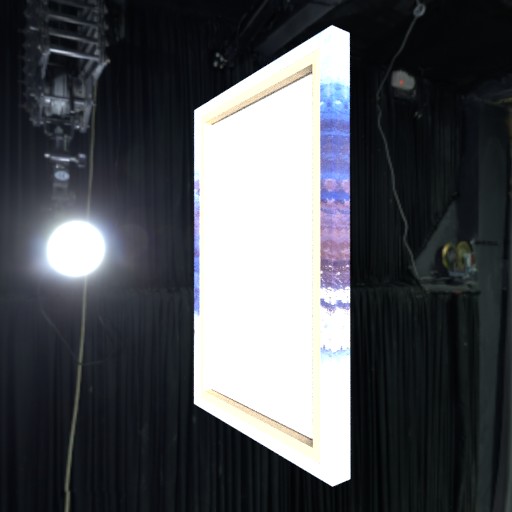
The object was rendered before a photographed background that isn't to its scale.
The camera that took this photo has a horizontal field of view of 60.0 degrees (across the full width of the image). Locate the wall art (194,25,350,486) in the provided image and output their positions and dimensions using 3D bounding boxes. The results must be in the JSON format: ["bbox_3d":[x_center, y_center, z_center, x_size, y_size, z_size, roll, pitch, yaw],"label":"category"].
[{"bbox_3d":[0.000,0.000,1.095,0.048,0.874,0.583,0,-1,-34],"label":"wall art"}]
